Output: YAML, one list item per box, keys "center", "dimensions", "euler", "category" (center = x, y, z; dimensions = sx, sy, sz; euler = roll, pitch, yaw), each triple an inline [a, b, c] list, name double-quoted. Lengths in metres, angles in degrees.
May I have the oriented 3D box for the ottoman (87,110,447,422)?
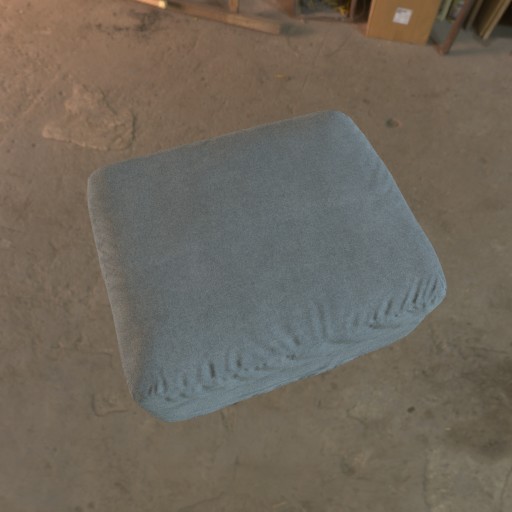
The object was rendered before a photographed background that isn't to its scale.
- center: [0.000, 0.000, 1.286]
  dimensions: [0.837, 0.481, 0.683]
  euler: [-17, 64, -9]
  category: "ottoman"
